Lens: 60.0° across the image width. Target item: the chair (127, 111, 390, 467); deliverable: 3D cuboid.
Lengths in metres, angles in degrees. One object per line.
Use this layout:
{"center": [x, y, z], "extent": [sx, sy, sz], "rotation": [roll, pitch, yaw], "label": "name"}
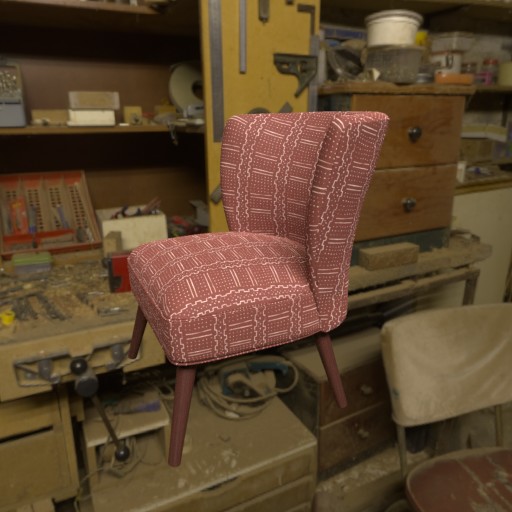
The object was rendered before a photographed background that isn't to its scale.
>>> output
{"center": [0.000, 0.000, 1.395], "extent": [0.758, 0.866, 0.706], "rotation": [-8, 19, -24], "label": "chair"}
